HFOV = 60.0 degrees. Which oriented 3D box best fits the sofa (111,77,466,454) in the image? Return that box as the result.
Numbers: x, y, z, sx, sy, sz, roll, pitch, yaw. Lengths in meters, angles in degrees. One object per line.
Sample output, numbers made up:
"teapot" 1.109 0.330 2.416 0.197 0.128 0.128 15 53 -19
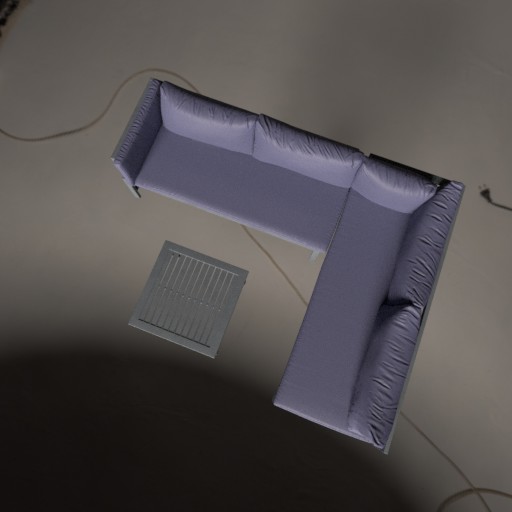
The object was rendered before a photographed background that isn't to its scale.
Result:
"sofa" 0.000 0.000 2.893 2.149 0.762 1.658 20 77 5
